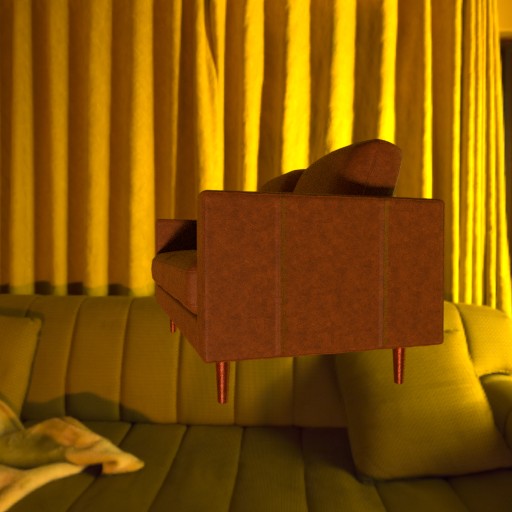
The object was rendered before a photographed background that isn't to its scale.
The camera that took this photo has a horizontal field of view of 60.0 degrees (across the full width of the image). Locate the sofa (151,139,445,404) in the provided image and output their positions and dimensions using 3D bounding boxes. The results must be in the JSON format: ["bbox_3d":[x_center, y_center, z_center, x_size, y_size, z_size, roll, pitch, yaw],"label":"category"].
[{"bbox_3d":[0.000,0.000,2.187,0.909,0.951,1.578,0,1,-18],"label":"sofa"}]
